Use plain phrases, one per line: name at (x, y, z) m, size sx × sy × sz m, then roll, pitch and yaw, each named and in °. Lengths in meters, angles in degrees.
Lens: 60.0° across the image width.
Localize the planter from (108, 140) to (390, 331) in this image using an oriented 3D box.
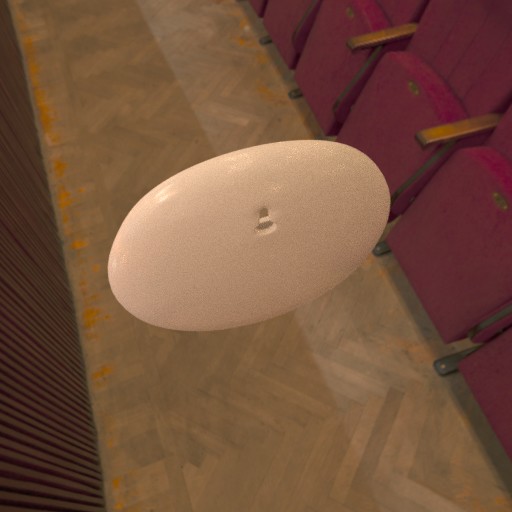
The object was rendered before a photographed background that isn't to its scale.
planter at (0.000, 0.000, 0.290) m, size 0.185 × 0.188 × 0.043 m, roll -15°, pitch 59°, yaw -9°
